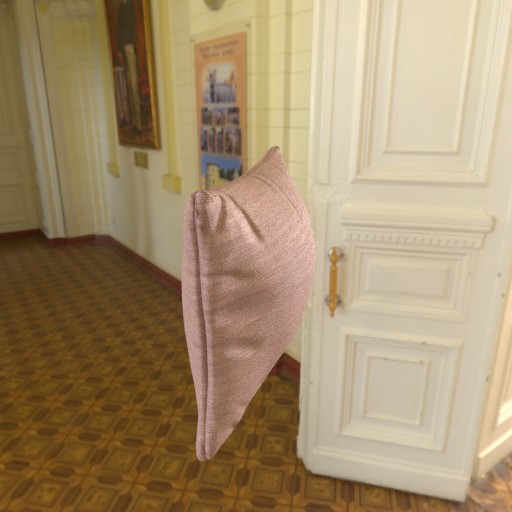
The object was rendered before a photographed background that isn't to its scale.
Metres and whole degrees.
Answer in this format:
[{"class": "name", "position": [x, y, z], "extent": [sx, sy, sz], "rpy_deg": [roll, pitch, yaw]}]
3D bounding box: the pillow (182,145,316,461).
[{"class": "pillow", "position": [0.000, 0.000, 0.791], "extent": [0.210, 0.338, 0.633], "rpy_deg": [3, 18, 9]}]
